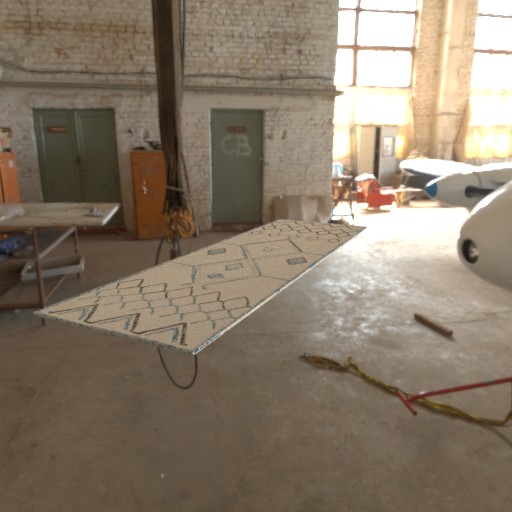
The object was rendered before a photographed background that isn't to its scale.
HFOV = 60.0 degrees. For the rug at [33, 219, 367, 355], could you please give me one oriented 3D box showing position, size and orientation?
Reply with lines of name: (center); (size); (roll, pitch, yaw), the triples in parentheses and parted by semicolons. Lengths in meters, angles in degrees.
rug: (0.000, 0.000, 2.647); (0.770, 0.013, 2.434); (7, 16, 26)
